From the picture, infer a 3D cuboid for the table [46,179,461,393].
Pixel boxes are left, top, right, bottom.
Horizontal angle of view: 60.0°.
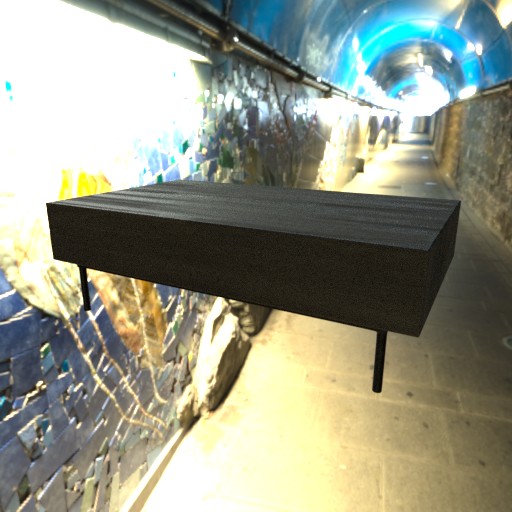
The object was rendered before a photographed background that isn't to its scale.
[{"bbox_3d":[0.000,0.000,1.394,1.088,0.347,0.643,9,19,27],"label":"table"}]
